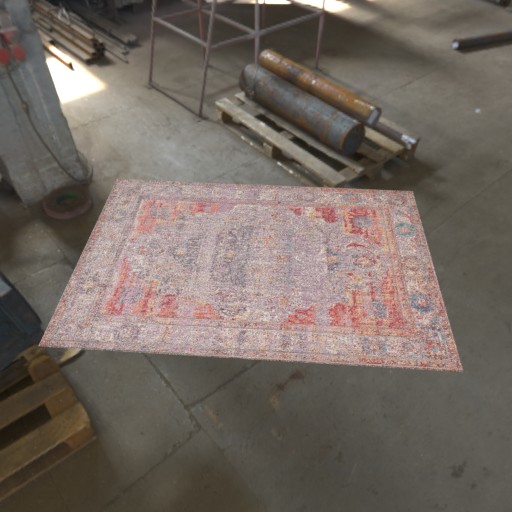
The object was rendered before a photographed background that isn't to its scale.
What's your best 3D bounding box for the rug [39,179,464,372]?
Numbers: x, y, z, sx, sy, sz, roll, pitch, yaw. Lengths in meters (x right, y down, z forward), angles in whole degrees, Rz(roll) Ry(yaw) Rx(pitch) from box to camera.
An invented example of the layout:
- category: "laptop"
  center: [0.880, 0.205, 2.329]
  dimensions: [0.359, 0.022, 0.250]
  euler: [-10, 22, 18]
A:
- category: "rug"
  center: [0.000, 0.000, 2.319]
  dimensions: [1.829, 0.005, 1.219]
  euler: [3, 46, 3]
